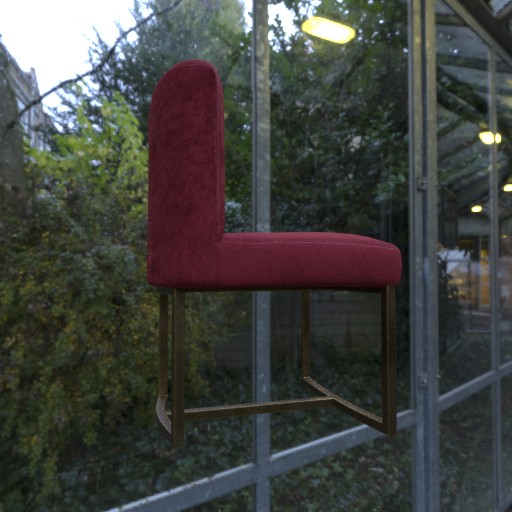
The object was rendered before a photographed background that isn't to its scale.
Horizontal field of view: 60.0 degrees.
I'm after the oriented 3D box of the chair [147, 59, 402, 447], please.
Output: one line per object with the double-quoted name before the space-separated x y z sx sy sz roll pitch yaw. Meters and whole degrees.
"chair" 0.000 0.000 1.179 0.560 0.824 0.530 1 -2 -17
